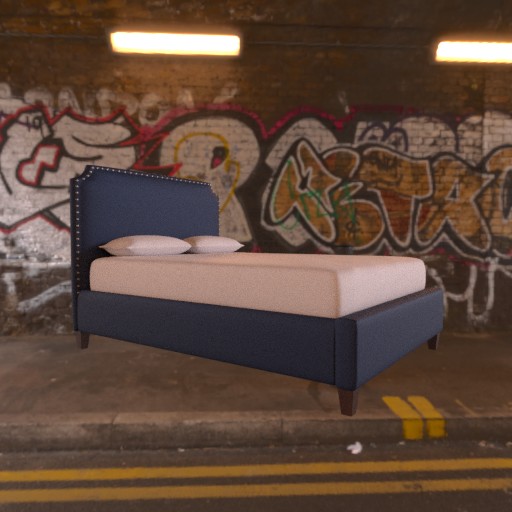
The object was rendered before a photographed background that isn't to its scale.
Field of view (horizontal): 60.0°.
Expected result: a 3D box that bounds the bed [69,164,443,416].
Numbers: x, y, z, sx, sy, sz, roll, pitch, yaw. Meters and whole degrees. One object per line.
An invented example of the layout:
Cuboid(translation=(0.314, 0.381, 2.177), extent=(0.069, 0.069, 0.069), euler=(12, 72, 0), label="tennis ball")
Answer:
Cuboid(translation=(0.000, 0.000, 3.428), extent=(2.372, 1.443, 1.712), euler=(2, 3, 36), label="bed")
